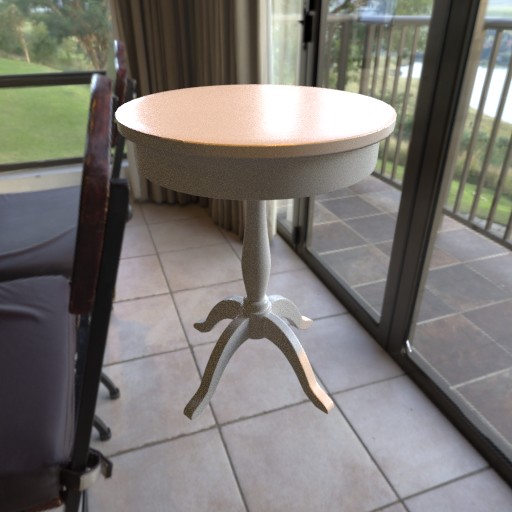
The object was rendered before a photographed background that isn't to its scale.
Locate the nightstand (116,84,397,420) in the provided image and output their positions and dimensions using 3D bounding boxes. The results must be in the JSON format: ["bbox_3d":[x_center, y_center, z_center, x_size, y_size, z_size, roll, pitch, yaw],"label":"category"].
[{"bbox_3d":[0.000,0.000,1.000,0.513,0.653,0.513,-22,36,-33],"label":"nightstand"}]
